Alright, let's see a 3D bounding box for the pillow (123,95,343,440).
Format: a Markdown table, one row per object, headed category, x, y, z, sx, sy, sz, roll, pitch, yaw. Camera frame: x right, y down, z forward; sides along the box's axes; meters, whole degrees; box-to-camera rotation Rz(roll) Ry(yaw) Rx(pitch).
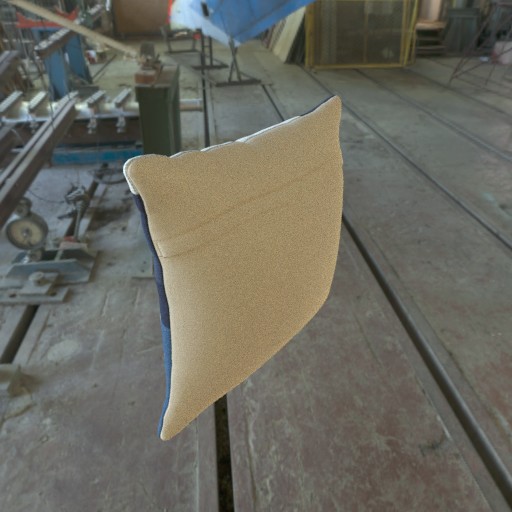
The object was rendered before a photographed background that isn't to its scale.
| category | x | y | z | sx | sy | sz | roll | pitch | yaw |
| --- | --- | --- | --- | --- | --- | --- | --- | --- | --- |
| pillow | 0.000 | 0.000 | 0.819 | 0.229 | 0.506 | 0.536 | 23 | 39 | 32 |
